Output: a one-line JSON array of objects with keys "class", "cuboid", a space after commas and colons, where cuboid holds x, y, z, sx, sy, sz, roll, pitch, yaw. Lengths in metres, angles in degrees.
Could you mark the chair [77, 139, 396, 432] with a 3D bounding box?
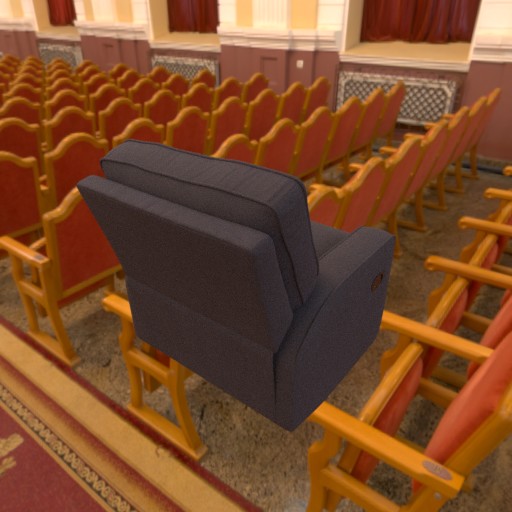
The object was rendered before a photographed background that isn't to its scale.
[{"class": "chair", "cuboid": [0.000, 0.000, 1.741, 0.861, 0.962, 0.964, 21, 36, 33]}]
